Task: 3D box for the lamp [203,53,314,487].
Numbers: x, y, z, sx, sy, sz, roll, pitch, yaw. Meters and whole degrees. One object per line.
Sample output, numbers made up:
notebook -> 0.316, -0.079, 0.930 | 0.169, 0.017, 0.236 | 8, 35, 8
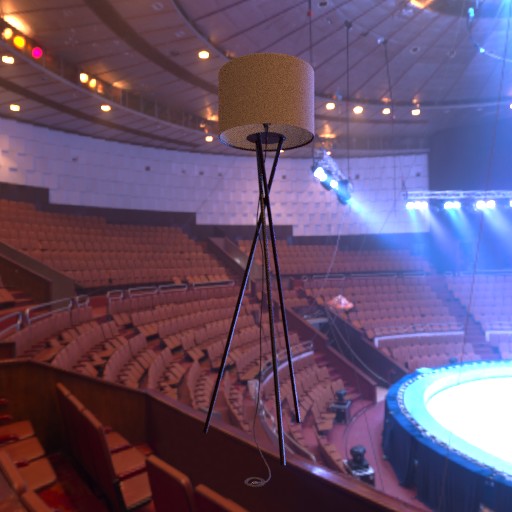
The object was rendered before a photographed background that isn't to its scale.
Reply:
lamp -> 0.000, 0.000, 1.956 | 0.522, 1.624, 0.667 | -2, -3, 38
